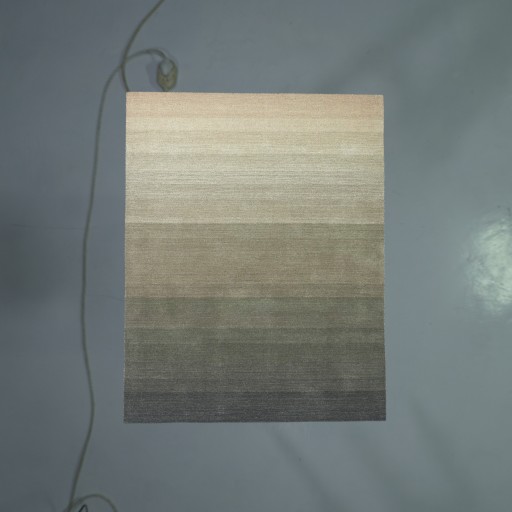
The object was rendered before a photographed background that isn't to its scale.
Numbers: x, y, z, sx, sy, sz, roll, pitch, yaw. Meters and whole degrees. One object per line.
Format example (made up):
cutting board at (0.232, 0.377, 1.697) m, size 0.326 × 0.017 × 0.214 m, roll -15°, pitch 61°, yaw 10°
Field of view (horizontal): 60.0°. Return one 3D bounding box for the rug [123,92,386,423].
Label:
rug at (0.000, 0.000, 3.944) m, size 2.315 × 0.015 × 2.932 m, roll 0°, pitch 88°, yaw -2°
